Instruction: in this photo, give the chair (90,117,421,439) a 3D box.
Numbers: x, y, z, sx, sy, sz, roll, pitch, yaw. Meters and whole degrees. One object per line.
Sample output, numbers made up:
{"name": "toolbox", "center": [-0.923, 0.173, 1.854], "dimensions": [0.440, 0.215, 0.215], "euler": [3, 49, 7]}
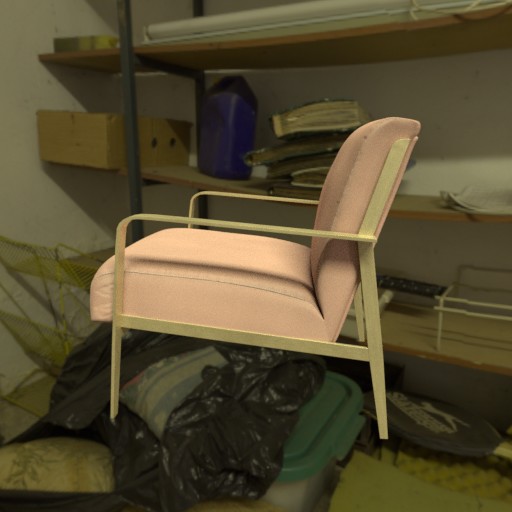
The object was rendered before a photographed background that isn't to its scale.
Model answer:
{"name": "chair", "center": [0.000, 0.000, 1.436], "dimensions": [0.848, 0.823, 0.701], "euler": [2, 13, 8]}
